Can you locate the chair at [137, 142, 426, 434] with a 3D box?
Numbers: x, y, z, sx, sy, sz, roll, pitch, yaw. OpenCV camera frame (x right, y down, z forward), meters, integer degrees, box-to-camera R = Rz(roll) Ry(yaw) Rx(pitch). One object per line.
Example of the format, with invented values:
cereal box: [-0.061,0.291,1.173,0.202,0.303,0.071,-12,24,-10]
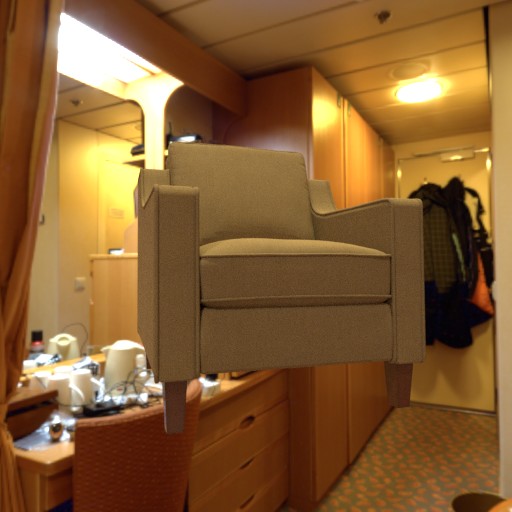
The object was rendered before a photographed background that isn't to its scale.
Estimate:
chair: [0.000,0.000,1.675,0.831,0.960,0.909,0,-2,-18]
